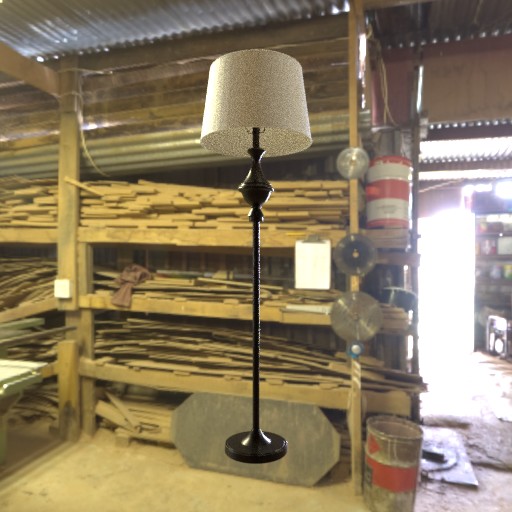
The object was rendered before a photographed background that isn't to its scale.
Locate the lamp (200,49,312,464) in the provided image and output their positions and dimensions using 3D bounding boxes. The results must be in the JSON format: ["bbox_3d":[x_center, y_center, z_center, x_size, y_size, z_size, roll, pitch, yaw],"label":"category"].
[{"bbox_3d":[0.000,0.000,1.707,0.431,1.484,0.431,0,-1,0],"label":"lamp"}]
